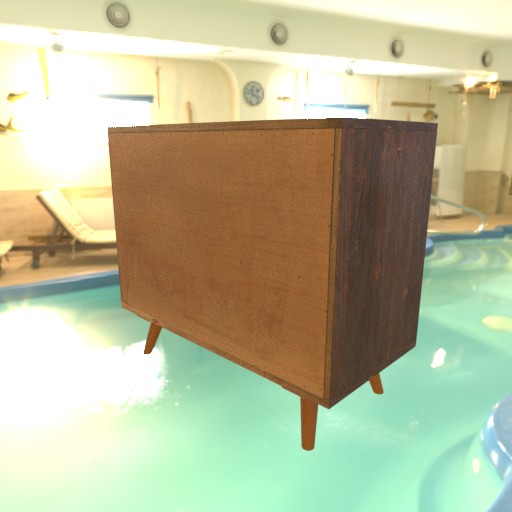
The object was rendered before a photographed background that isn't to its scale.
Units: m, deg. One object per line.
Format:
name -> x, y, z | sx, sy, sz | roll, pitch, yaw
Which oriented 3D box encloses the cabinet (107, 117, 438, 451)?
cabinet -> 0.000, 0.000, 1.583 | 1.023, 0.897, 0.529 | 14, 20, 42
